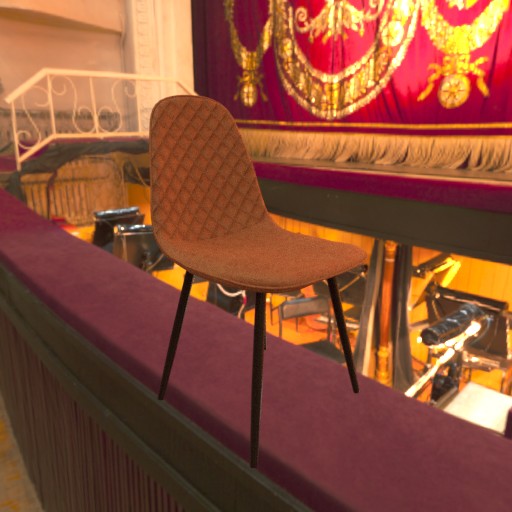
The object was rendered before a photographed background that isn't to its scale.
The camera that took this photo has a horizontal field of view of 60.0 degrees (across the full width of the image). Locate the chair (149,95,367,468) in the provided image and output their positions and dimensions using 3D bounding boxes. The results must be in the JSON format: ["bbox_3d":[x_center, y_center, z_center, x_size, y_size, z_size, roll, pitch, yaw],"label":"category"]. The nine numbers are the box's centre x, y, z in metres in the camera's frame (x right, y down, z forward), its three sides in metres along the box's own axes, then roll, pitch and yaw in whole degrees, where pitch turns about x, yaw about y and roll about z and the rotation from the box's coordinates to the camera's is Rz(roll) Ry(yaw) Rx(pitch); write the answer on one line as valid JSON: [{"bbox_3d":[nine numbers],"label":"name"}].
[{"bbox_3d":[0.000,0.000,1.259,0.561,0.889,0.472,15,22,43],"label":"chair"}]
